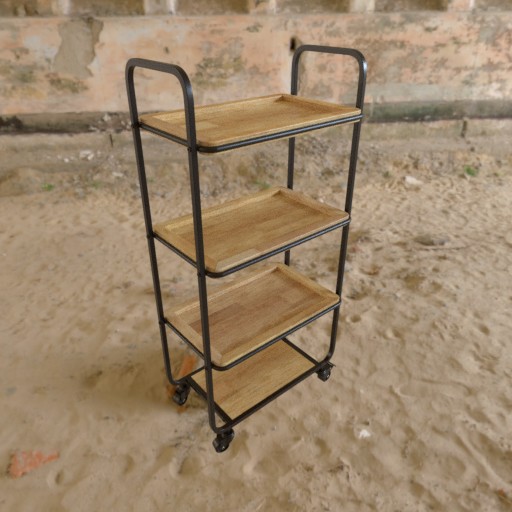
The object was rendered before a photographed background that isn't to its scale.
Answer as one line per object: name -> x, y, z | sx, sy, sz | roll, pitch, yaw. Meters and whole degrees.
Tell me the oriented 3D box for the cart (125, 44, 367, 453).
cart -> 0.000, 0.000, 1.290 | 0.545, 1.080, 0.321 | -23, 37, -34
